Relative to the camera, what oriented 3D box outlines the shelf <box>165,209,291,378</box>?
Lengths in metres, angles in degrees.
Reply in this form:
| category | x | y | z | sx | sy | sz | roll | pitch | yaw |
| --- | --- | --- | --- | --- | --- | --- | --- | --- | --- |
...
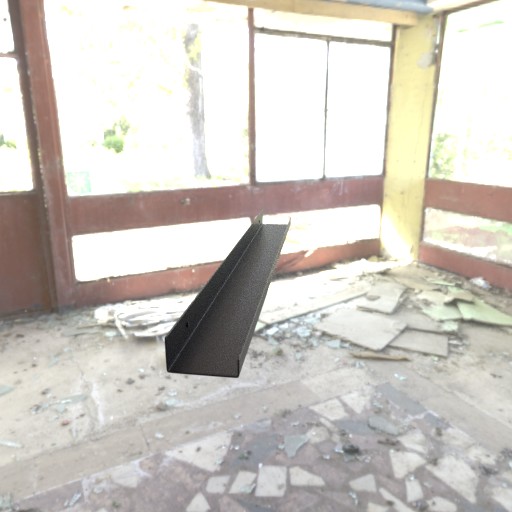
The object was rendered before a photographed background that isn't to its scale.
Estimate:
| category | x | y | z | sx | sy | sz | roll | pitch | yaw |
| --- | --- | --- | --- | --- | --- | --- | --- | --- | --- |
| shelf | 0.000 | 0.000 | 0.977 | 0.092 | 0.049 | 0.924 | 2 | 16 | 8 |
